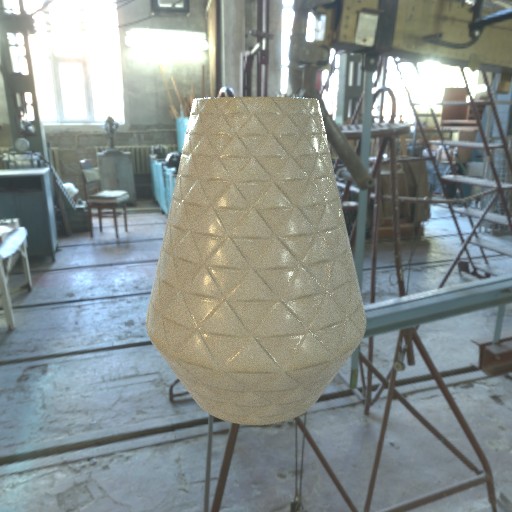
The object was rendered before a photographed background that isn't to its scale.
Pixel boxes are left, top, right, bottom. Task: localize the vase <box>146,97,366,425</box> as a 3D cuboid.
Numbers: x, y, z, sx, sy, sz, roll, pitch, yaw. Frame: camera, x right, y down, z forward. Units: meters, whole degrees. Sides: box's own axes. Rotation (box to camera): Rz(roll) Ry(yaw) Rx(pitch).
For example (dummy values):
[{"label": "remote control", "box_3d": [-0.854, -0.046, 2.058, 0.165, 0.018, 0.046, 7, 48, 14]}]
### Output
[{"label": "vase", "box_3d": [0.000, 0.000, 0.346, 0.175, 0.230, 0.175, 0, 17, 0]}]
